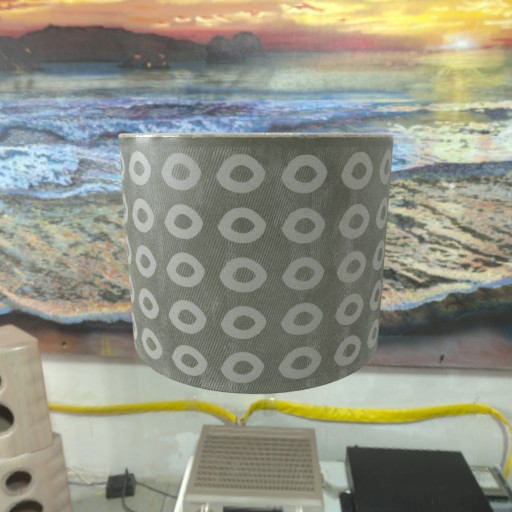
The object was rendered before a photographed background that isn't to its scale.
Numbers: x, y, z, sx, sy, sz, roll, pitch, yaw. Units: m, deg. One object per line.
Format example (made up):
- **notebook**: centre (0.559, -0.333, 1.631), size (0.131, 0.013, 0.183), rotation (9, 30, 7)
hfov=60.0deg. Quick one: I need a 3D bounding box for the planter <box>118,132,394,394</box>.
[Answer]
- **planter**: centre (0.000, 0.000, 0.450), size (0.250, 0.239, 0.250), rotation (0, 15, 0)
